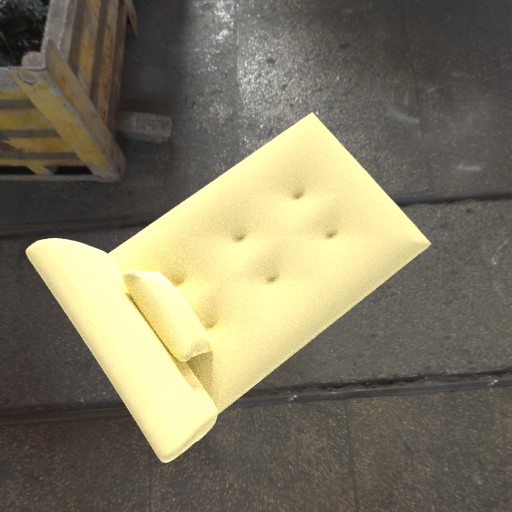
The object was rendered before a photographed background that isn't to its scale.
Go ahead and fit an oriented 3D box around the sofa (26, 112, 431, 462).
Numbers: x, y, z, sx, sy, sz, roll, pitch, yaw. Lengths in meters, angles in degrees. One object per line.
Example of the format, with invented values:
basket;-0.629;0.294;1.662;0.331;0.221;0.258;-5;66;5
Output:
sofa;0.000;0.000;1.983;1.450;0.820;0.930;-37;78;-9
